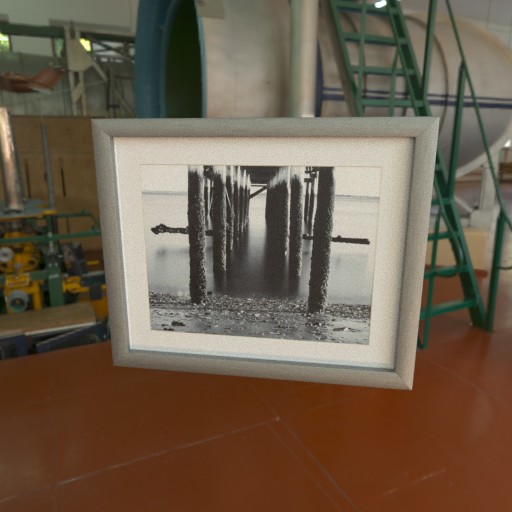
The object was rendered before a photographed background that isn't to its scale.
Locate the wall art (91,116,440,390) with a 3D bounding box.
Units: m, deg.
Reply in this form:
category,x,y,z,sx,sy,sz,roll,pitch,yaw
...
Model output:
category,x,y,z,sx,sy,sz,roll,pitch,yaw
wall art,0.000,0.000,0.768,0.556,0.457,0.028,2,15,9
